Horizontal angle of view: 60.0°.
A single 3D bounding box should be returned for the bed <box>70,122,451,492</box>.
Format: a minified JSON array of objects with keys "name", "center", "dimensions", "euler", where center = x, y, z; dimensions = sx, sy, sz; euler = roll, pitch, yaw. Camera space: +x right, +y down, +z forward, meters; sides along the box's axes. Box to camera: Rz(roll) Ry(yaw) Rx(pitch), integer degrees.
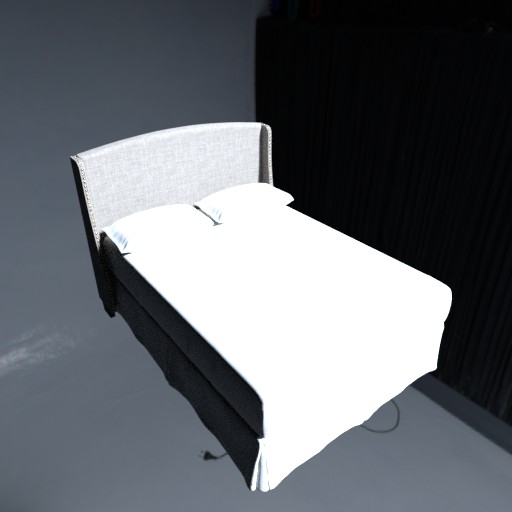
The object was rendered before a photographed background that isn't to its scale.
[{"name":"bed","center":[0.000,0.000,3.173],"dimensions":[1.710,1.407,2.237],"euler":[-21,36,-31]}]
